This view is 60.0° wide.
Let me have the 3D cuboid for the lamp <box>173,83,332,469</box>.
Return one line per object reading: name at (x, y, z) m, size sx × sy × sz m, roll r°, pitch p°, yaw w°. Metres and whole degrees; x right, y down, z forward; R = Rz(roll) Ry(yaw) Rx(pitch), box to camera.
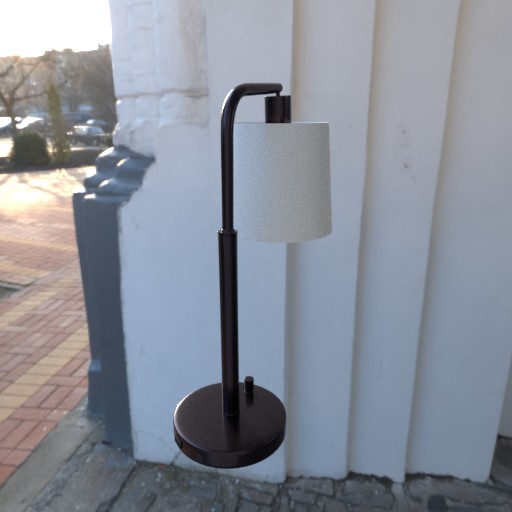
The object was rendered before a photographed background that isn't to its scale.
lamp at (0.000, 0.000, 0.657) m, size 0.171 × 0.489 × 0.333 m, roll 8°, pitch 19°, yaw 26°
